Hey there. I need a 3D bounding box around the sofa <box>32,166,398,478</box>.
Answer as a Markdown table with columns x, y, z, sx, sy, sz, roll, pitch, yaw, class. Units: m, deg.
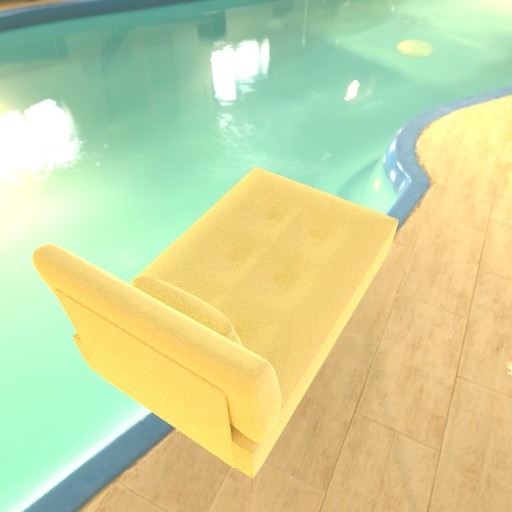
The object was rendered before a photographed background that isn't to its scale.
| x | y | z | sx | sy | sz | roll | pitch | yaw | class |
| --- | --- | --- | --- | --- | --- | --- | --- | --- | --- |
| 0.000 | 0.000 | 2.008 | 0.930 | 0.820 | 1.450 | 25 | 51 | 22 | sofa |
